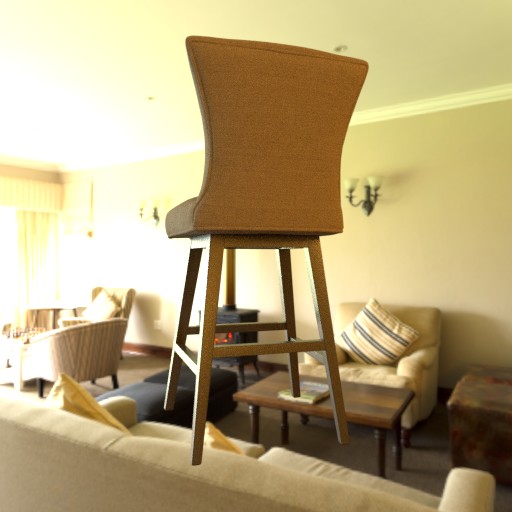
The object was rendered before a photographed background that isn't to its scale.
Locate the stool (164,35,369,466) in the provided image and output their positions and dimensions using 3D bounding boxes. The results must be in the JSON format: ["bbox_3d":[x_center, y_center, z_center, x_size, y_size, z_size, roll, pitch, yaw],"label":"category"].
[{"bbox_3d":[0.000,0.000,1.382,0.514,1.086,0.574,0,0,-17],"label":"stool"}]
